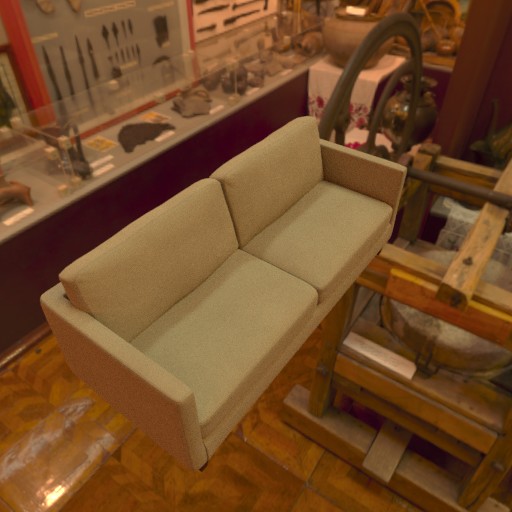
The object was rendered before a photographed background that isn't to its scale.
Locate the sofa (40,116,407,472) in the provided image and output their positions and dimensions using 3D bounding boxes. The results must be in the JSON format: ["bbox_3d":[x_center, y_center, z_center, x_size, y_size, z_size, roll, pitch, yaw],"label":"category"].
[{"bbox_3d":[0.000,0.000,2.656,0.948,0.932,2.181,26,48,27],"label":"sofa"}]
